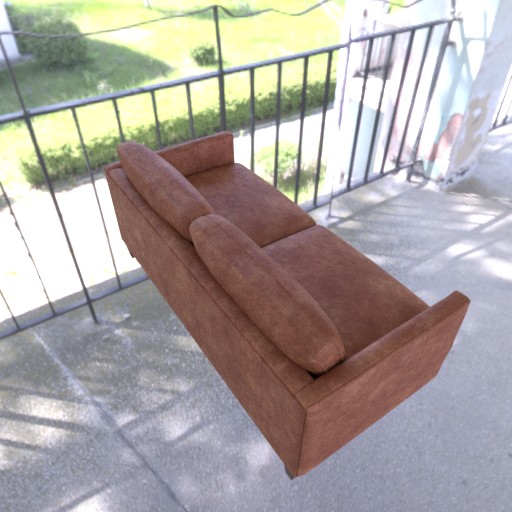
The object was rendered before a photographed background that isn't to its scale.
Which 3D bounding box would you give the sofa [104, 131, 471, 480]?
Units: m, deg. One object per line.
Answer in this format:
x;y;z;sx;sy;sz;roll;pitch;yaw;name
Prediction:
0.000;0.000;2.421;0.923;0.863;1.971;-24;46;-25;sofa
